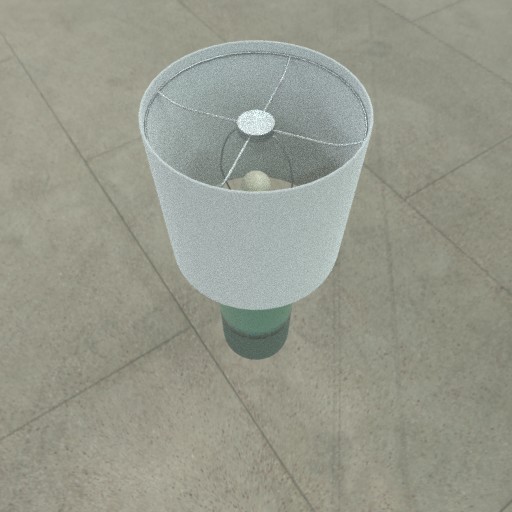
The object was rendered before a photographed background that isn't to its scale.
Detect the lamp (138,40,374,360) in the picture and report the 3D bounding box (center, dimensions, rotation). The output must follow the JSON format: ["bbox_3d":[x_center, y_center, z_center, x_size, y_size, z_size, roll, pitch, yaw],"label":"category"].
[{"bbox_3d":[0.000,0.000,0.607,0.212,0.493,0.212,17,58,11],"label":"lamp"}]
